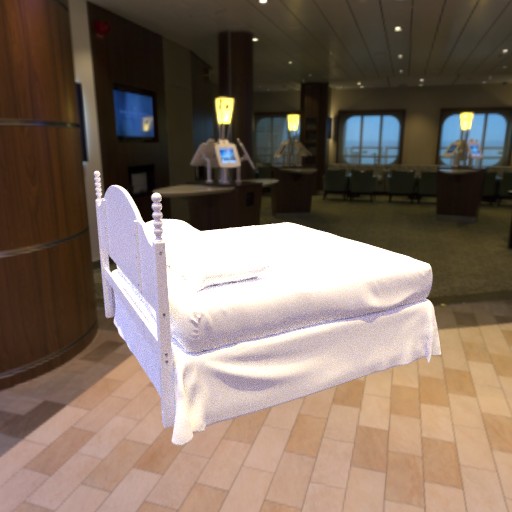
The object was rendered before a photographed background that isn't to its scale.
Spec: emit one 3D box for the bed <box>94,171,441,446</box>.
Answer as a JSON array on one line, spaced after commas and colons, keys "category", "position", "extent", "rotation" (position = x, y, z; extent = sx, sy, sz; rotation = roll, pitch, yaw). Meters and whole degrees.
[{"category": "bed", "position": [0.000, 0.000, 3.703], "extent": [2.219, 1.355, 2.322], "rotation": [-8, 17, -27]}]
